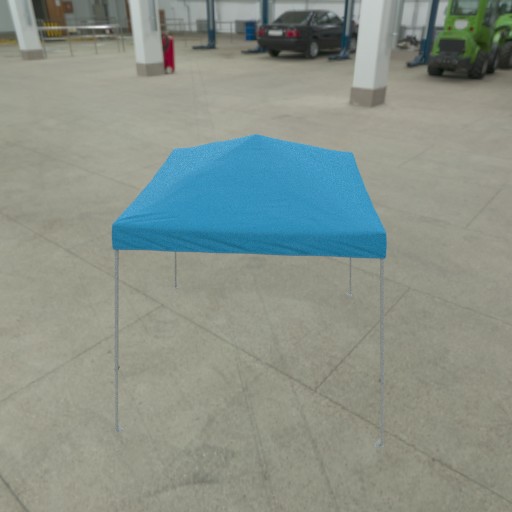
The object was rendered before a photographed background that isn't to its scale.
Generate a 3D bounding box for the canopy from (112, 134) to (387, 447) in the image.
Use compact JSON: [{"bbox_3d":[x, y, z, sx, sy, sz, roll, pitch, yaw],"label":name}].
[{"bbox_3d":[0.000,0.000,6.598,3.600,3.600,3.599,2,29,3],"label":"canopy"}]
